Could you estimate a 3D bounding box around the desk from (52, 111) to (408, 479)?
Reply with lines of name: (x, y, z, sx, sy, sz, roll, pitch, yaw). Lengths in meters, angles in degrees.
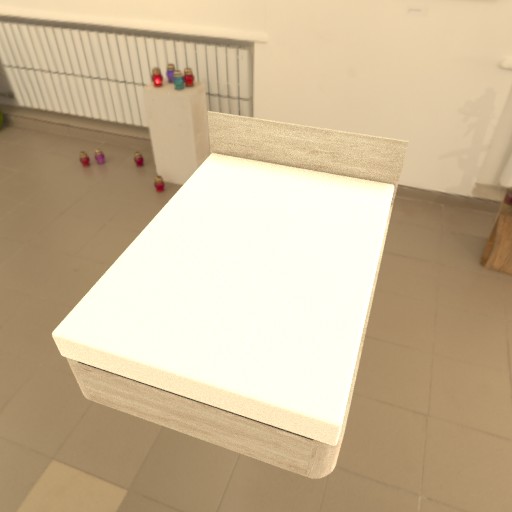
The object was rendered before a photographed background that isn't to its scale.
desk: (0.000, 0.000, 2.601, 1.400, 0.800, 1.900, 13, 43, 15)
